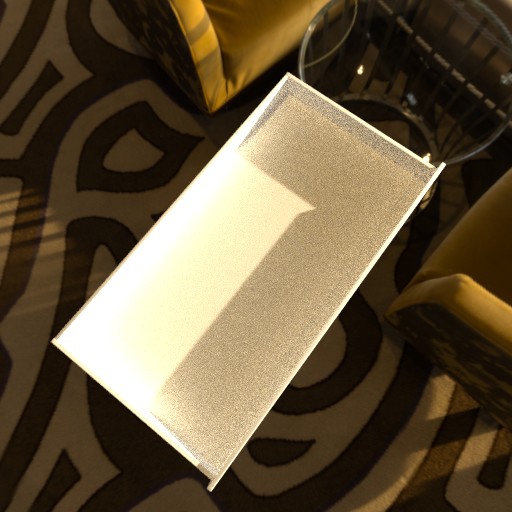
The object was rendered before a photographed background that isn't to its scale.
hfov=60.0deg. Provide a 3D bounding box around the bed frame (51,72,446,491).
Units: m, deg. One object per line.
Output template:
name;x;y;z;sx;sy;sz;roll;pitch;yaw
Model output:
bed frame;0.000;0.000;1.526;0.670;0.141;1.300;36;78;9
